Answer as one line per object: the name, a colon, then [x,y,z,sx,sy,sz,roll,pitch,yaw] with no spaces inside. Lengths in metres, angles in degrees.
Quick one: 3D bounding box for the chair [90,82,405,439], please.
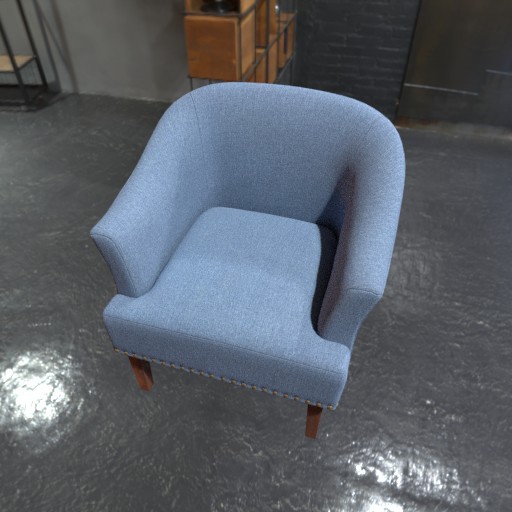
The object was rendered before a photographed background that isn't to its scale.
chair: [0.000,0.000,1.376,0.772,0.815,0.704,11,42,13]
